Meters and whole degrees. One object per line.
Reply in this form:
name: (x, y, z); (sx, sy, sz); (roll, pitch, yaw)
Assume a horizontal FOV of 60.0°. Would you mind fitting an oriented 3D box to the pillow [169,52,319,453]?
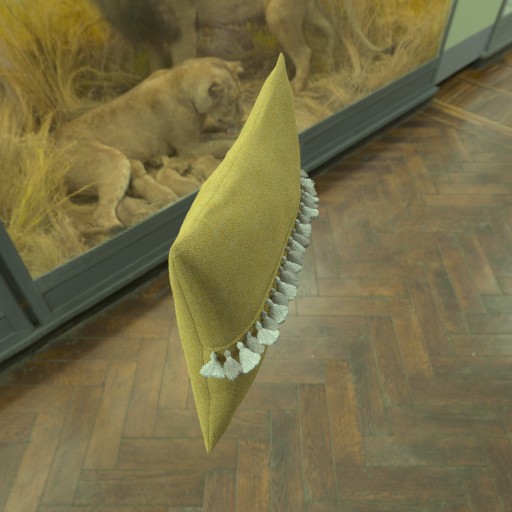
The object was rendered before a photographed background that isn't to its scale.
pillow: (0.000, 0.000, 0.728); (0.167, 0.481, 0.485); (11, 47, 10)
